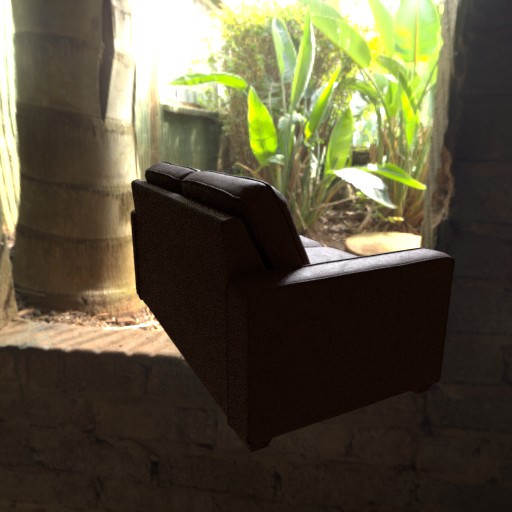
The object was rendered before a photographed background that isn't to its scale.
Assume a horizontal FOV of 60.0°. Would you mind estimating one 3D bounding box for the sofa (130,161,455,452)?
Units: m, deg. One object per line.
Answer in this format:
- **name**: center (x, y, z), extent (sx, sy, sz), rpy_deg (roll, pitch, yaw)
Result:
- **sofa**: center (0.000, 0.000, 2.298), extent (0.947, 0.918, 1.709), rpy_deg (-8, 17, -26)
